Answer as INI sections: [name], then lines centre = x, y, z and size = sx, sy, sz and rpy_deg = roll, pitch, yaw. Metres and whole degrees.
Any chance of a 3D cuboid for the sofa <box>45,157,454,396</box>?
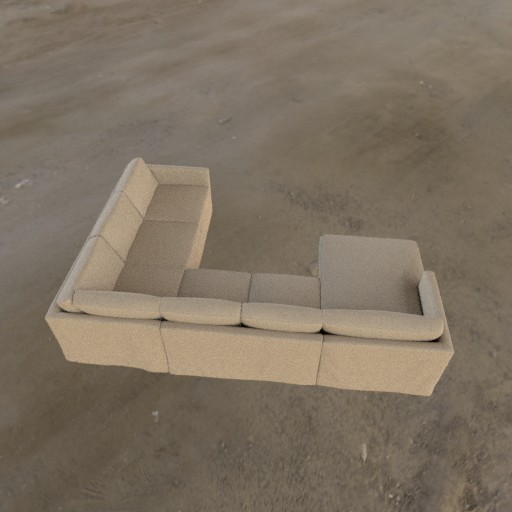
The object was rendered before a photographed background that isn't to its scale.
[sofa]
centre = 0.000, 0.000, 4.732
size = 3.528, 0.878, 2.476
rpy_deg = 4, 45, 4
